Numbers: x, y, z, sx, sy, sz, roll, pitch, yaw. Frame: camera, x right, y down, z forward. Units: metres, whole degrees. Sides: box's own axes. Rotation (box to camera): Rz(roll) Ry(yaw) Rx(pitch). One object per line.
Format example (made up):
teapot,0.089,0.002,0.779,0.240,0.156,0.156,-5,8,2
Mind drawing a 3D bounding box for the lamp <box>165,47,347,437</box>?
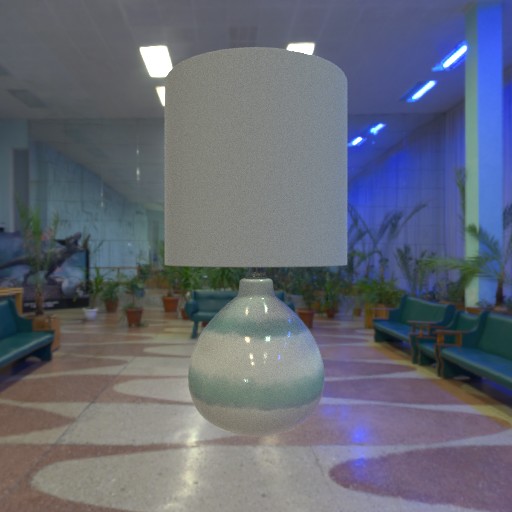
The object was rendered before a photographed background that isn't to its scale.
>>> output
lamp,0.000,0.000,0.536,0.217,0.404,0.217,0,0,-1
